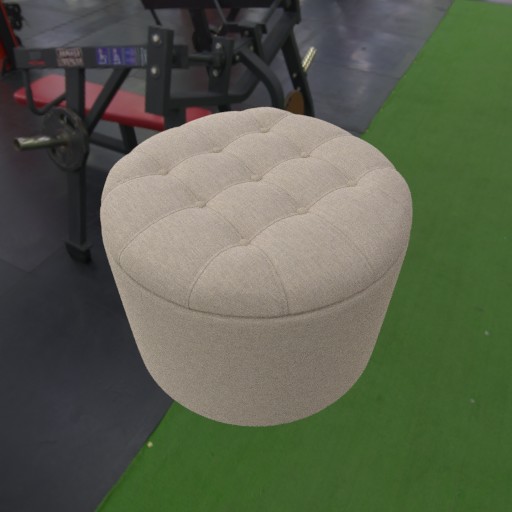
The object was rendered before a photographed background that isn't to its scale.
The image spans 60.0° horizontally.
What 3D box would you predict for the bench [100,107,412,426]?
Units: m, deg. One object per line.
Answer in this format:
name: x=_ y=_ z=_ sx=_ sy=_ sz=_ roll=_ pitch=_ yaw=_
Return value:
bench: x=0.000 y=0.000 z=0.987 sx=0.600 sy=0.454 sz=0.600 roll=0 pitch=45 yaw=0
